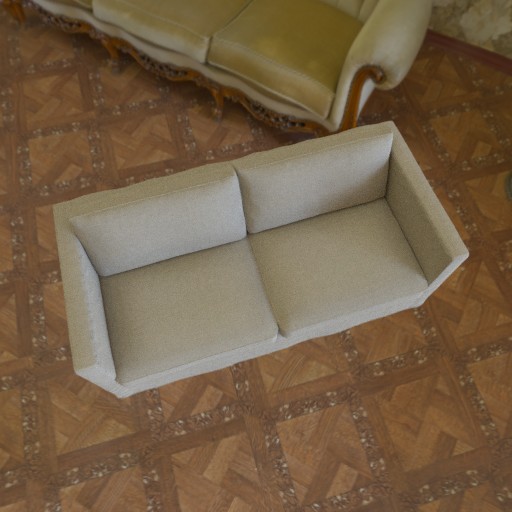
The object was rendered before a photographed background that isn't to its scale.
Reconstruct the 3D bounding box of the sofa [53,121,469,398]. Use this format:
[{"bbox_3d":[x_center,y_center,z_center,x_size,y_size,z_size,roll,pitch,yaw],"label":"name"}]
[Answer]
[{"bbox_3d":[0.000,0.000,2.509,1.987,0.847,0.956,-16,65,-7],"label":"sofa"}]
